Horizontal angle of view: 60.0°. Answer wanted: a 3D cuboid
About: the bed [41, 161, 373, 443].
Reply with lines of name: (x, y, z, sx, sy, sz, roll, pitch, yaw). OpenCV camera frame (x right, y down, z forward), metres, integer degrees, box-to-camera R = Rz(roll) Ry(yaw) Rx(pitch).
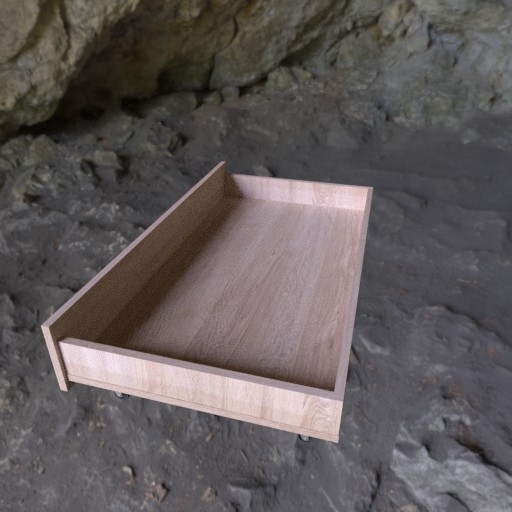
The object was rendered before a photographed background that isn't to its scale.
bed: (0.000, 0.000, 1.461, 0.685, 0.209, 1.200, 8, 31, 14)
